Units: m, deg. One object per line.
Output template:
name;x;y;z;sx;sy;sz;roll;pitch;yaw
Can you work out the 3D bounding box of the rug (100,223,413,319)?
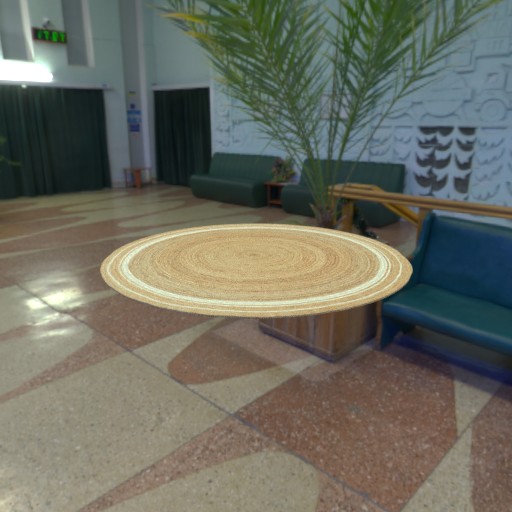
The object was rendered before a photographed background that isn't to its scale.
rug;0.000;0.000;3.673;2.444;0.015;2.444;0;17;0
